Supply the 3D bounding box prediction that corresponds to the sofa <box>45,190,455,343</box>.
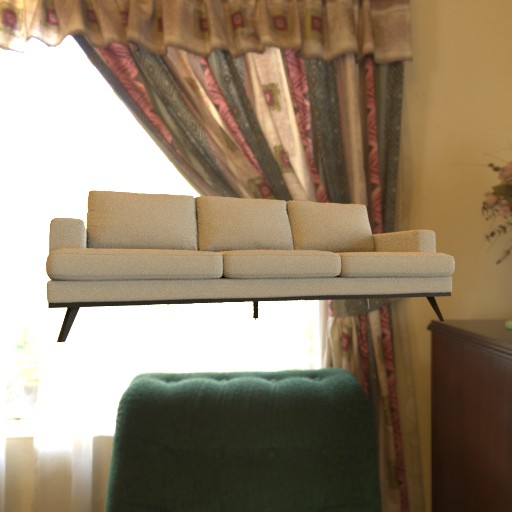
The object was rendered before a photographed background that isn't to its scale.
[{"bbox_3d":[0.000,0.000,2.765,2.310,0.810,0.920,0,-1,-20],"label":"sofa"}]
